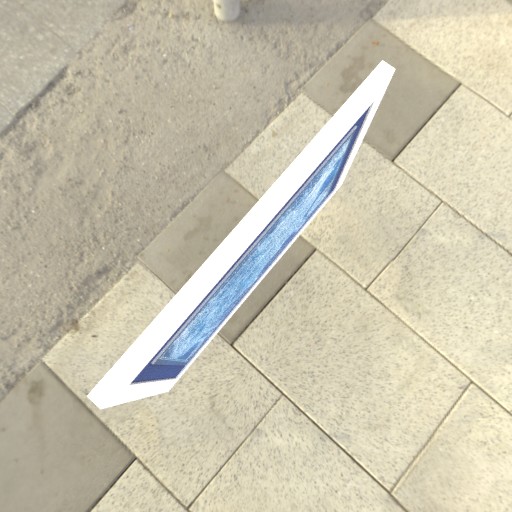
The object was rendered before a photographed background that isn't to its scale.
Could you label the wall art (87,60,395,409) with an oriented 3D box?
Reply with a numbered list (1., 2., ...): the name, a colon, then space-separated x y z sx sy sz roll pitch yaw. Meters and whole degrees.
1. wall art: 0.000 0.000 1.701 0.051 0.902 1.308 39 79 9
